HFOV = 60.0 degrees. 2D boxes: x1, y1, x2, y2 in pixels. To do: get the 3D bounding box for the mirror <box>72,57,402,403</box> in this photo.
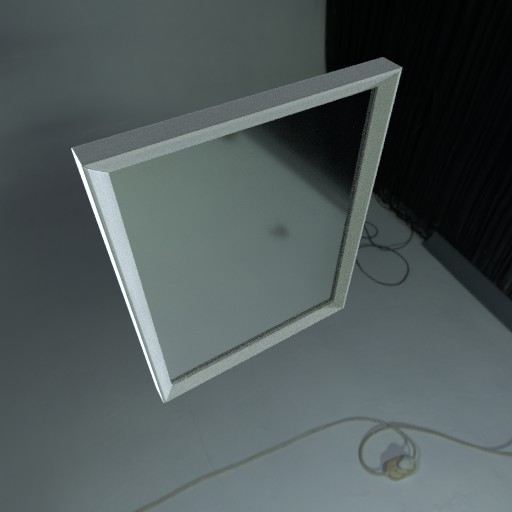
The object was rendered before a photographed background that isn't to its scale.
[{"bbox_3d":[0.000,0.000,0.684,0.406,0.509,0.041,-24,51,-21],"label":"mirror"}]
